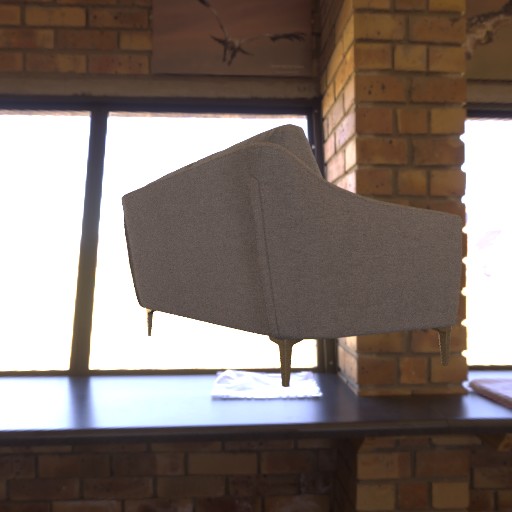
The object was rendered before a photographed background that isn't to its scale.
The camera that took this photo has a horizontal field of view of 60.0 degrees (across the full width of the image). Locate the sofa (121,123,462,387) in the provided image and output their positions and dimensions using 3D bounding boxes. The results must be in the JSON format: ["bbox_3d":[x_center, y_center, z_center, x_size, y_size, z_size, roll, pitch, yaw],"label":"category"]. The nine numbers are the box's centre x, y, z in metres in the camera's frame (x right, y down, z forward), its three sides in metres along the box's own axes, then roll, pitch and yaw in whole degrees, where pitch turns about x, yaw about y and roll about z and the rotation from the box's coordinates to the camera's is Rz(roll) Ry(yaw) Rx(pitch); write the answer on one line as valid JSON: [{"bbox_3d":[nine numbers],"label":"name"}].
[{"bbox_3d":[0.000,0.000,2.187,0.960,0.904,1.619,1,-1,-34],"label":"sofa"}]
